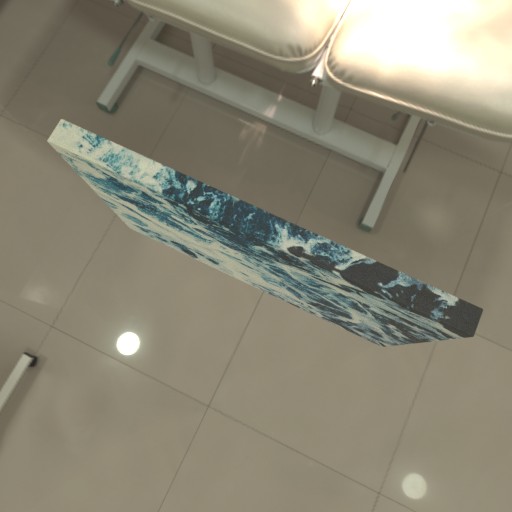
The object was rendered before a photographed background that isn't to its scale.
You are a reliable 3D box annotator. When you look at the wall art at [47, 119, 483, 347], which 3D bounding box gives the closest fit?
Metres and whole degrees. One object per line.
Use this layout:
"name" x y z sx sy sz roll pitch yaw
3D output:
"wall art" 0.000 0.000 0.771 0.609 0.407 0.043 25 78 6
